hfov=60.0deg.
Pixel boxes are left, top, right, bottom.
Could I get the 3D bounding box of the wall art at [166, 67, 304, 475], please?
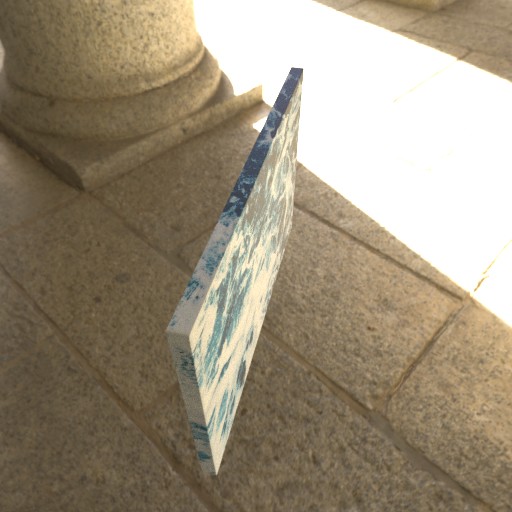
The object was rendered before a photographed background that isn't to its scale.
[{"bbox_3d":[0.000,0.000,1.161,0.042,0.610,0.915,11,48,10],"label":"wall art"}]
